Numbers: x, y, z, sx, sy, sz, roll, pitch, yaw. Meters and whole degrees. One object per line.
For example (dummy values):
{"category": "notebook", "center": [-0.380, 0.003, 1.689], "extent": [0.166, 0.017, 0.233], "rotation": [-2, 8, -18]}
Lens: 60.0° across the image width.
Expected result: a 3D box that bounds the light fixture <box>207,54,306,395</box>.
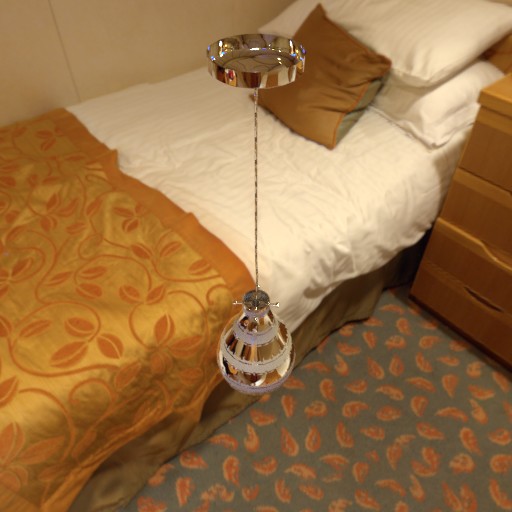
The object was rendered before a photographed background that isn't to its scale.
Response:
{"category": "light fixture", "center": [0.000, 0.000, 1.627], "extent": [0.374, 1.457, 0.374], "rotation": [3, 46, 3]}
